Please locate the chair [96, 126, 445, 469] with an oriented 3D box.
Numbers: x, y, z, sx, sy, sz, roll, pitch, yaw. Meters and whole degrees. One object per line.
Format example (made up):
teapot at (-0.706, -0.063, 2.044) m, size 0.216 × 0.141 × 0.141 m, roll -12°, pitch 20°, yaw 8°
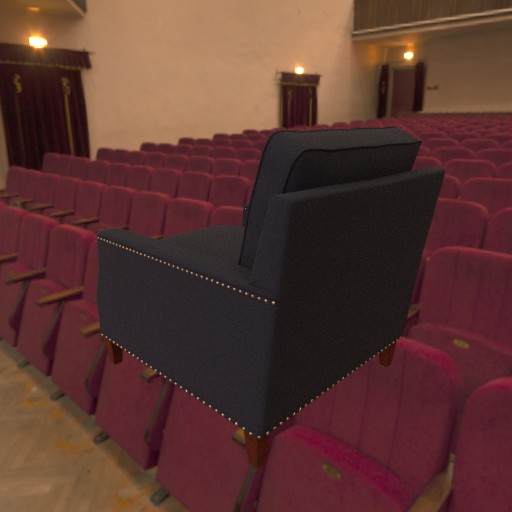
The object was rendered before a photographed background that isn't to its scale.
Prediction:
chair at (0.000, 0.000, 1.674) m, size 1.014 × 0.943 × 0.853 m, roll 16°, pitch 23°, yaw 42°
